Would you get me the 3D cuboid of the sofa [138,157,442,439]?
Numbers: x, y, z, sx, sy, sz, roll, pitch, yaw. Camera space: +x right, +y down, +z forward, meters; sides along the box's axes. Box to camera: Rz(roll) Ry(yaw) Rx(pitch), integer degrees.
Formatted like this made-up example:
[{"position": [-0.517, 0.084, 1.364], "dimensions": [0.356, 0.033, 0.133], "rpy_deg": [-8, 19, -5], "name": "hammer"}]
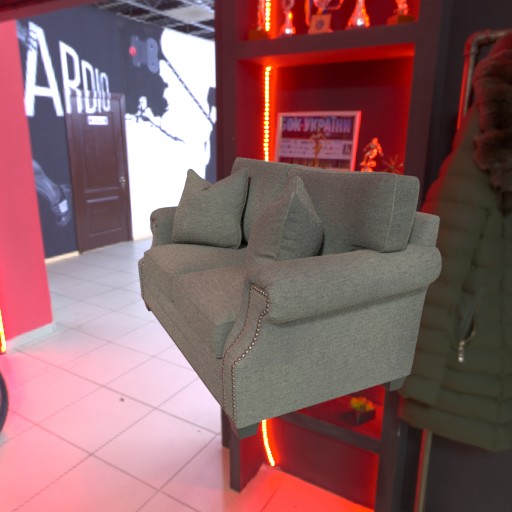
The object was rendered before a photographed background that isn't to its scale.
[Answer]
[{"position": [0.000, 0.000, 2.369], "dimensions": [0.966, 0.966, 1.701], "rpy_deg": [-7, 17, -26], "name": "sofa"}]
